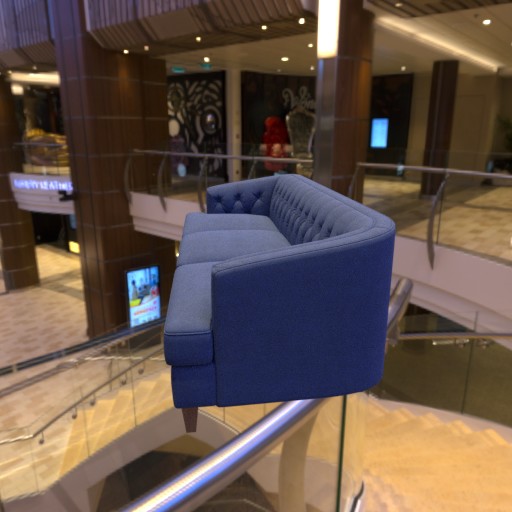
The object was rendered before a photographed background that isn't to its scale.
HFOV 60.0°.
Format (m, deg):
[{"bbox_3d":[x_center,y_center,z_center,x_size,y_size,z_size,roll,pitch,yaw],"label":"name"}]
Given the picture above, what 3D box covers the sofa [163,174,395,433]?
[{"bbox_3d":[0.000,0.000,2.657,0.914,0.787,2.235,-2,16,-6],"label":"sofa"}]
